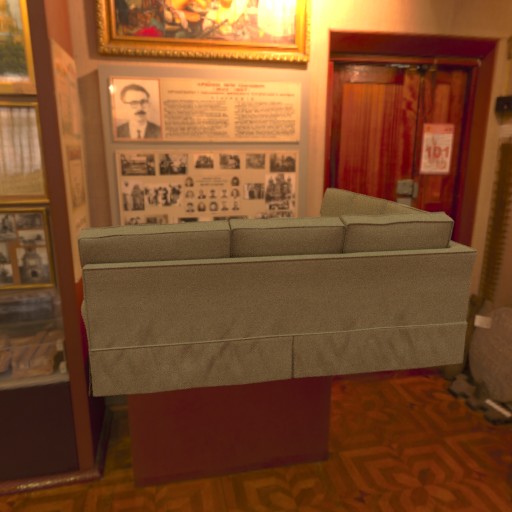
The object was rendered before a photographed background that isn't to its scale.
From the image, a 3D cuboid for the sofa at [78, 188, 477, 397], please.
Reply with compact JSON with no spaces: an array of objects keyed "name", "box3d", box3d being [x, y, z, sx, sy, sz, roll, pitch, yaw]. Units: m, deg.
[{"name":"sofa","box3d":[0.000,0.000,4.097,2.623,1.081,2.618,-2,14,-10]}]
